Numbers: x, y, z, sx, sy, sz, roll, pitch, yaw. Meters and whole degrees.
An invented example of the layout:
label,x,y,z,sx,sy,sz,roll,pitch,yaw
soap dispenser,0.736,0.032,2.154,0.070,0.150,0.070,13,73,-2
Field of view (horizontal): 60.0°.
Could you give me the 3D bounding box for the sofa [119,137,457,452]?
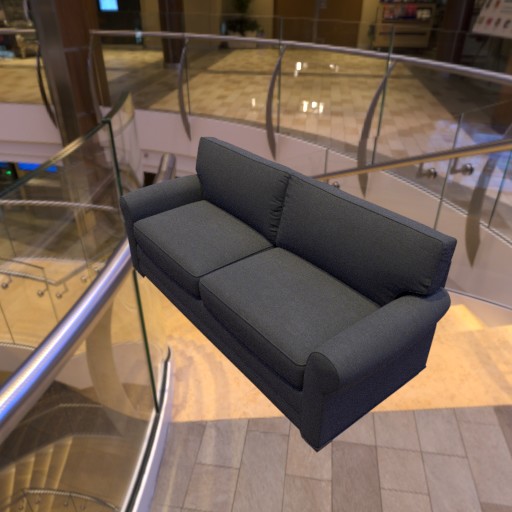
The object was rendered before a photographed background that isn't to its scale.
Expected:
label,x,y,z,sx,sy,sz,roll,pitch,yaw
sofa,0.000,0.000,2.966,0.954,1.026,2.391,-22,38,-32
